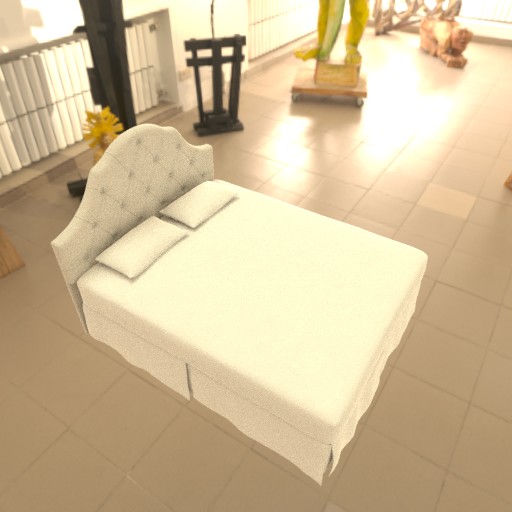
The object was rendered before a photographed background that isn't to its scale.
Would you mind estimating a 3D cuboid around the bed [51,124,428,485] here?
[{"bbox_3d":[0.000,0.000,3.661,2.477,1.617,2.039,23,46,24],"label":"bed"}]
